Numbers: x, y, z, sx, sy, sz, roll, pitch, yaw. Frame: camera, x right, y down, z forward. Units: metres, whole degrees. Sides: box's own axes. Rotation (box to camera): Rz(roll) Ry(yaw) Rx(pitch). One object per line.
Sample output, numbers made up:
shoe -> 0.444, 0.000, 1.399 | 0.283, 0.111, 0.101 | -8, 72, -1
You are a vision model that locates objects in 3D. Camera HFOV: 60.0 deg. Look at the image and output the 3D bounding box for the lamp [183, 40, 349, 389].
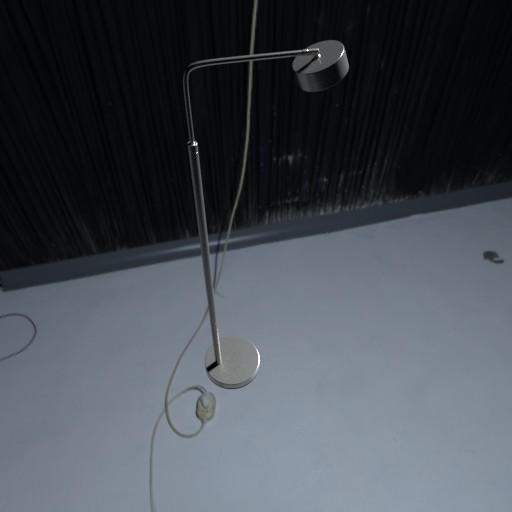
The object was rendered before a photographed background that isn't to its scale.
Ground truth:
lamp -> 0.000, 0.000, 1.389 | 0.421, 1.250, 0.222 | -10, 47, -9
